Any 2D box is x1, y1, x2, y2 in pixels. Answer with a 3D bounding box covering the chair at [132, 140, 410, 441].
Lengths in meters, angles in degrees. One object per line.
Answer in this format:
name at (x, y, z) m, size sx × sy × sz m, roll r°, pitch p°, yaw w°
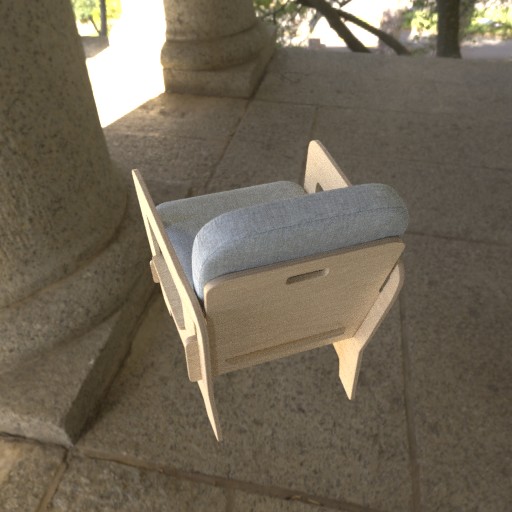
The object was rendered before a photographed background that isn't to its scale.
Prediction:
chair at (0.000, 0.000, 1.281) m, size 0.590 × 0.800 × 0.710 m, roll -12°, pitch 44°, yaw -13°
